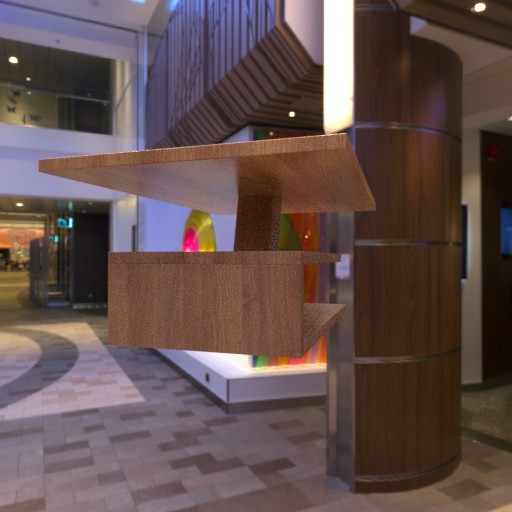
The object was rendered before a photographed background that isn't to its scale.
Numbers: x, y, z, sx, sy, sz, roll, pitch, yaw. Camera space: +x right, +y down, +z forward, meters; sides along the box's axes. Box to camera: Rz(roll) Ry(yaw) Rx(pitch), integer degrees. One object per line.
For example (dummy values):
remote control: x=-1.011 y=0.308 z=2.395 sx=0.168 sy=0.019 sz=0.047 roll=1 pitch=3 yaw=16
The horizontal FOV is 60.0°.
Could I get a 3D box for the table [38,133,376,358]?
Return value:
table: x=0.000 y=0.000 z=1.436 sx=0.700 sy=0.442 sz=1.100 roll=0 pitch=0 yaw=18
